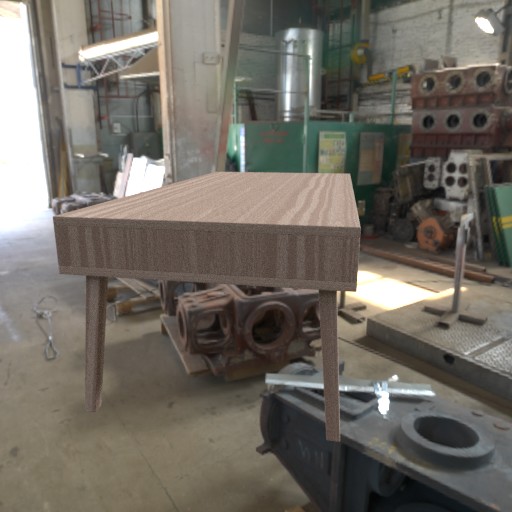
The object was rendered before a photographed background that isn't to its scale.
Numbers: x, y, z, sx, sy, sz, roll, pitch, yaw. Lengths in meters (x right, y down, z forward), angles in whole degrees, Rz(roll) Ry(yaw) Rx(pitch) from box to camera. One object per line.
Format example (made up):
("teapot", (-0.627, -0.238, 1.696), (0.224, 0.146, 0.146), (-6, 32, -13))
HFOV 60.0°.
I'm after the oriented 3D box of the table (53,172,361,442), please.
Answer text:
("table", (0.000, 0.000, 1.456), (0.600, 0.450, 1.200), (3, 15, 10))
